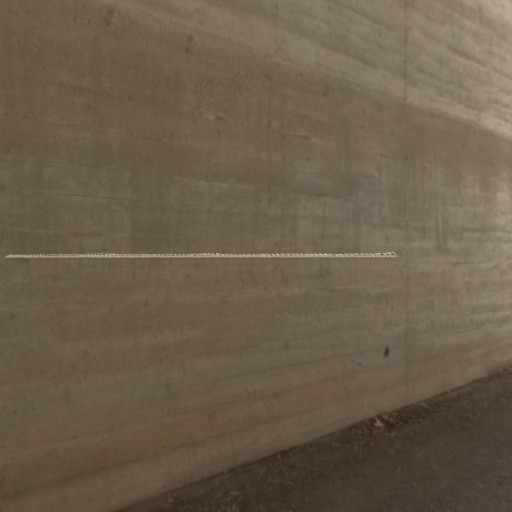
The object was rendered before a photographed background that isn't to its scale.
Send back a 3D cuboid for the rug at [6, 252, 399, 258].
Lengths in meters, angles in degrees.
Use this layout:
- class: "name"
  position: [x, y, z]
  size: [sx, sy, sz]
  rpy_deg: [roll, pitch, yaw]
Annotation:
- class: "rug"
  position: [0.000, 0.000, 3.951]
  size: [2.429, 0.030, 3.052]
  rpy_deg: [0, 0, 18]
